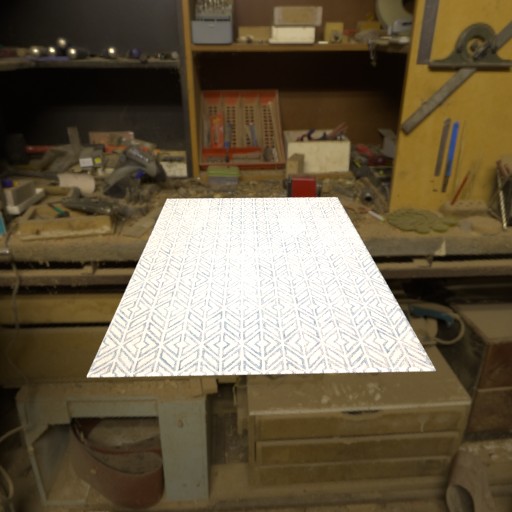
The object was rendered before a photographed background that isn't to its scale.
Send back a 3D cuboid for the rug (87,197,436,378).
[{"bbox_3d":[0.000,0.000,2.362,1.220,0.008,1.824,-1,27,-1],"label":"rug"}]
